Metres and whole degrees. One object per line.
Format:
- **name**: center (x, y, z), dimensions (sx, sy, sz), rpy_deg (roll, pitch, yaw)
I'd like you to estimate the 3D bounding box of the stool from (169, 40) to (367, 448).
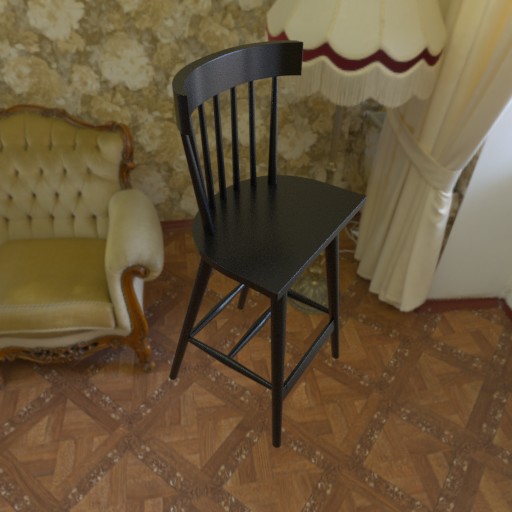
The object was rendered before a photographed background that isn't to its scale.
- **stool**: center (0.000, 0.000, 1.323), dimensions (0.483, 1.092, 0.482), rpy_deg (24, 46, 26)
